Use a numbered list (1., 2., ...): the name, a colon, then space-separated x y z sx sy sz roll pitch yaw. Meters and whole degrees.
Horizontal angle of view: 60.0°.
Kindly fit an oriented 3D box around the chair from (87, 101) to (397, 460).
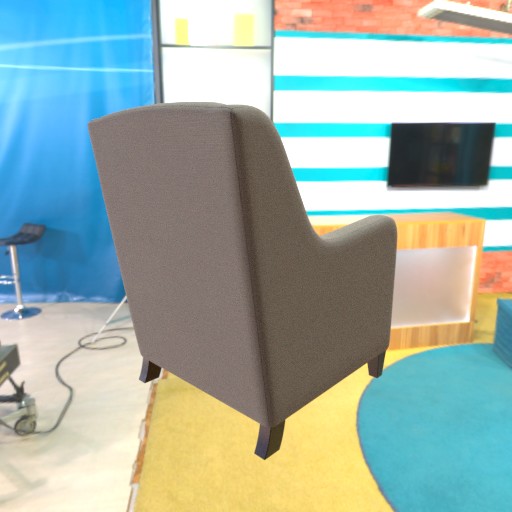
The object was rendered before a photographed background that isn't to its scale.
1. chair: 0.000 0.000 1.642 0.715 1.017 0.896 12 18 43
